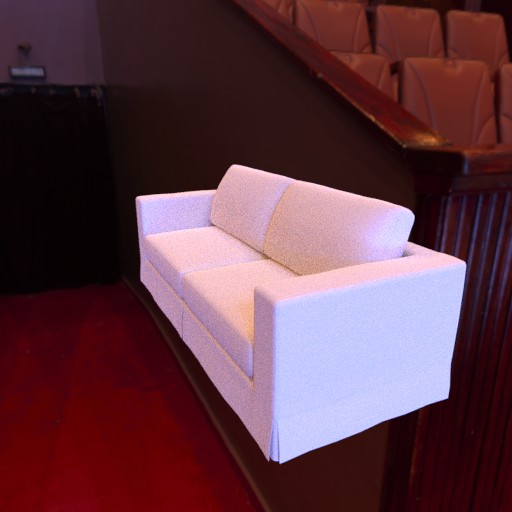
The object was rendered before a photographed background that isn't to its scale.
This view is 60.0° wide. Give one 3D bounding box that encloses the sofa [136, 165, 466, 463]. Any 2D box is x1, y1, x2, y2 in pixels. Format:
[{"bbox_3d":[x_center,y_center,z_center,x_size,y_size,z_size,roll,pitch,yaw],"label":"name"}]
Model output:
[{"bbox_3d":[0.000,0.000,2.637,0.954,0.881,2.163,-9,20,-25],"label":"sofa"}]
